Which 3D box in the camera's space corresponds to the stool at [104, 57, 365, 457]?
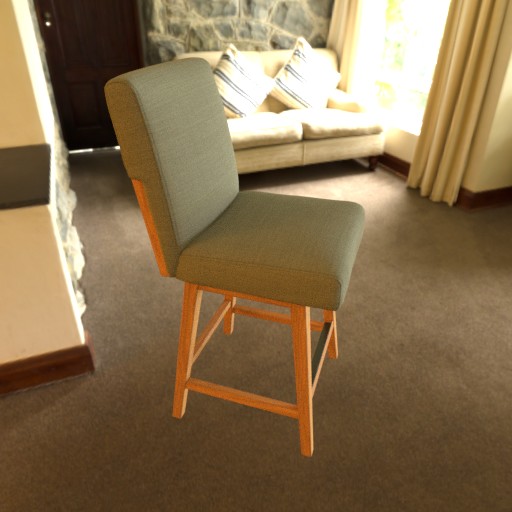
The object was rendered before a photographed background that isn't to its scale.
[{"bbox_3d":[0.000,0.000,1.293,0.570,1.019,0.459,10,32,16],"label":"stool"}]
